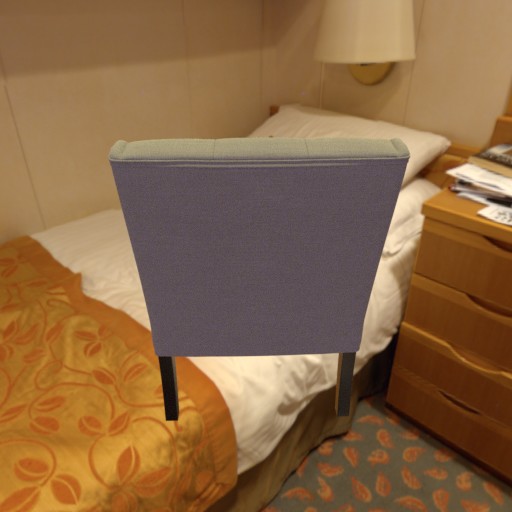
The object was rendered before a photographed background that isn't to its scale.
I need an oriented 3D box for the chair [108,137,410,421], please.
[{"bbox_3d":[0.000,0.000,1.292,0.569,0.853,0.676,-1,31,-2],"label":"chair"}]
